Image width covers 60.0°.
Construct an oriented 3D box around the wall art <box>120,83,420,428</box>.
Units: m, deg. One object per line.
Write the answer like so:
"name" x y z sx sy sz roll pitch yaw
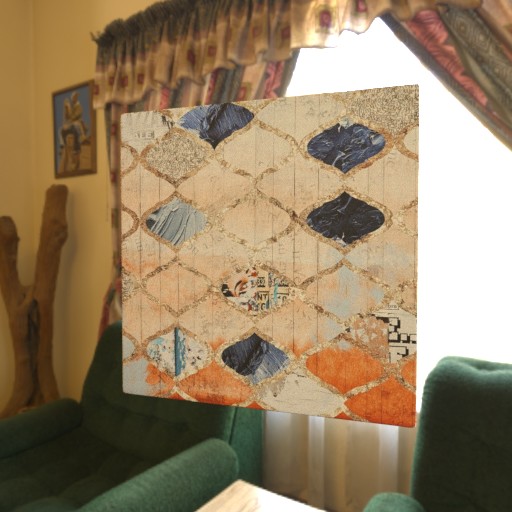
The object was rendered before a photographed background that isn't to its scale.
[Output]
"wall art" 0.000 0.000 1.328 0.912 0.914 0.039 1 2 18
